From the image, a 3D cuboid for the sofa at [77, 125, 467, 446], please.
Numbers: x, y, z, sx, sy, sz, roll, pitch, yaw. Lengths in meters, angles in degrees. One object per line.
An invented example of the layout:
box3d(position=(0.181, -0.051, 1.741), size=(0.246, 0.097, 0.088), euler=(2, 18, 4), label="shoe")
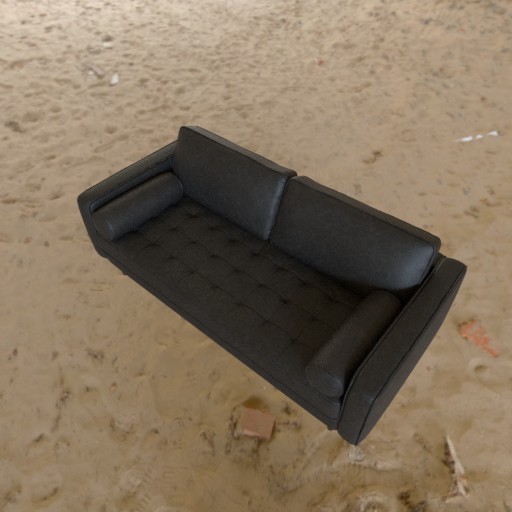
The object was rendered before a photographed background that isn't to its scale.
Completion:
box3d(position=(0.000, 0.000, 2.368), size=(1.879, 0.770, 0.921), euler=(31, 53, 27), label="sofa")
